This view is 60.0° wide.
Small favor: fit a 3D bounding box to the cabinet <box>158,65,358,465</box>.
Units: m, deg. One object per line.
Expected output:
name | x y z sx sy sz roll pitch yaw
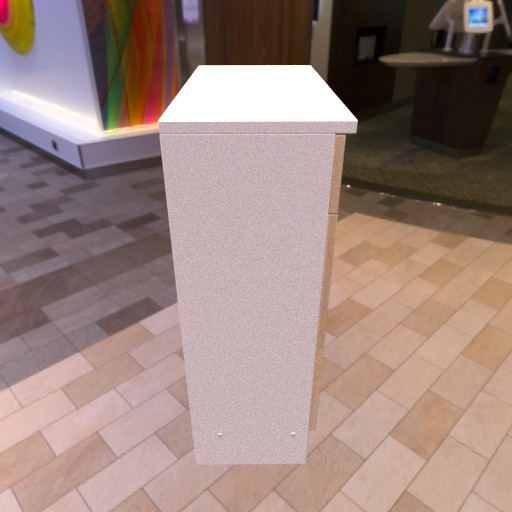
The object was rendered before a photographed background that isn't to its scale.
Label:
cabinet | 0.000 0.000 1.119 0.296 0.815 0.600 0 30 -1
